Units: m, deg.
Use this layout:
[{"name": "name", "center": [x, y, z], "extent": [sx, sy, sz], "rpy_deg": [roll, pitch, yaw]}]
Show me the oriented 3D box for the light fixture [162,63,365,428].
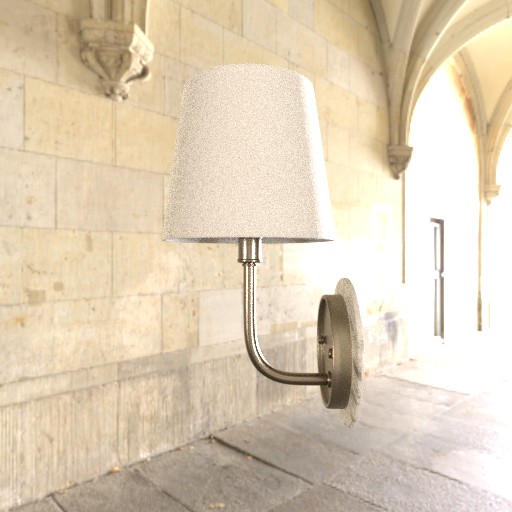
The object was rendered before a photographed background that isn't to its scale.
[{"name": "light fixture", "center": [0.000, 0.000, 0.450], "extent": [0.188, 0.337, 0.168], "rpy_deg": [0, 0, 0]}]
